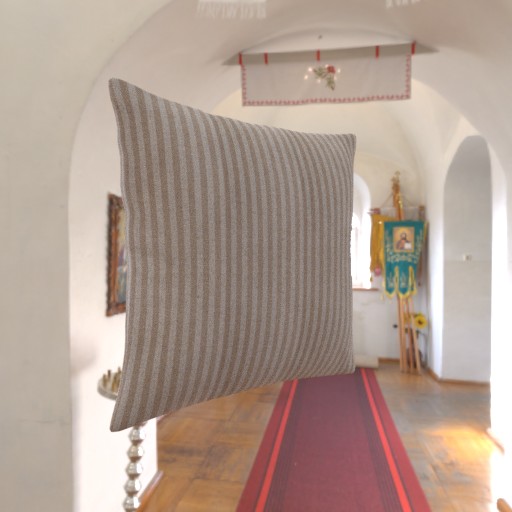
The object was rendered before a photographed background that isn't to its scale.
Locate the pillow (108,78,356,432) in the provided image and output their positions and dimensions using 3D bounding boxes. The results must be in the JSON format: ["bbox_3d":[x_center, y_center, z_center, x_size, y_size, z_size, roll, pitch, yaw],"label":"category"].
[{"bbox_3d":[0.000,0.000,0.789,0.523,0.510,0.166,0,0,-36],"label":"pillow"}]
